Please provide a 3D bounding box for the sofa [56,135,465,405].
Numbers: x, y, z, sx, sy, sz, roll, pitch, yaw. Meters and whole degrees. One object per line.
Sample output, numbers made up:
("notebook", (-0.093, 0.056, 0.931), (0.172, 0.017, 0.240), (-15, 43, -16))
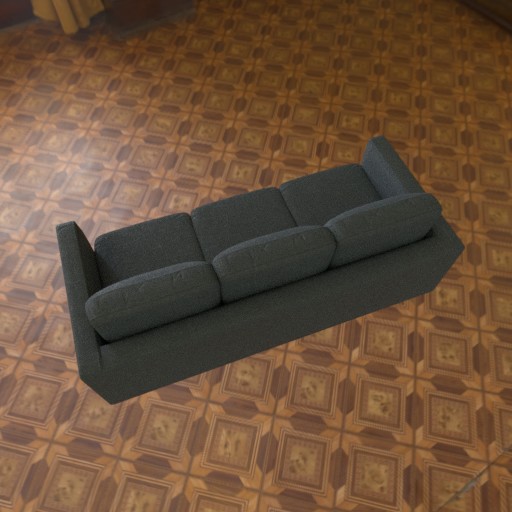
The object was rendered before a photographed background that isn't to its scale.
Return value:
("sofa", (0.000, 0.000, 2.575), (2.013, 0.945, 0.935), (-17, 60, -10))
